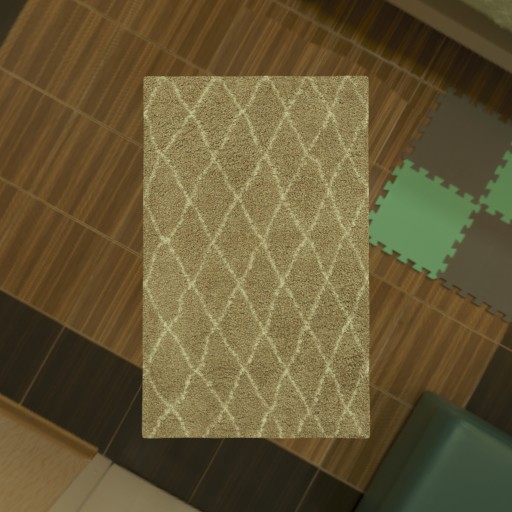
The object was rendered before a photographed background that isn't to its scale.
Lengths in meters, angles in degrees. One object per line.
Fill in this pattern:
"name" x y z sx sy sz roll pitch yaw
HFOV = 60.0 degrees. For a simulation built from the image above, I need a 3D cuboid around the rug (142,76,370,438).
"rug" 0.000 0.000 2.988 1.524 0.030 2.438 0 89 0
